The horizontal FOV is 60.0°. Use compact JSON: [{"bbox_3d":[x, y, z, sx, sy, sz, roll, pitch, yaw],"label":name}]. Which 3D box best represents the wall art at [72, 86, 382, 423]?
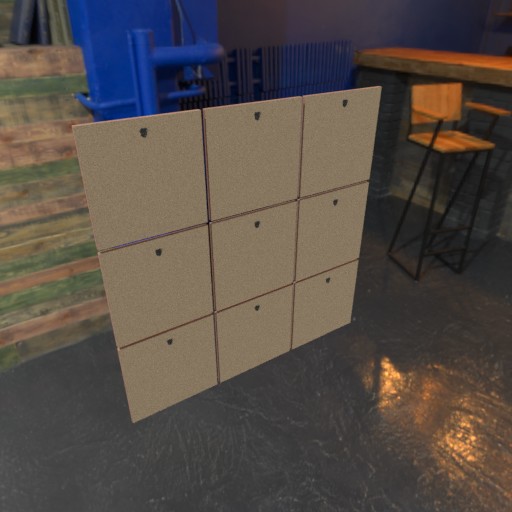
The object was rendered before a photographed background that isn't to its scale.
[{"bbox_3d":[0.000,0.000,1.358,0.906,0.904,0.018,-18,34,-28],"label":"wall art"}]
